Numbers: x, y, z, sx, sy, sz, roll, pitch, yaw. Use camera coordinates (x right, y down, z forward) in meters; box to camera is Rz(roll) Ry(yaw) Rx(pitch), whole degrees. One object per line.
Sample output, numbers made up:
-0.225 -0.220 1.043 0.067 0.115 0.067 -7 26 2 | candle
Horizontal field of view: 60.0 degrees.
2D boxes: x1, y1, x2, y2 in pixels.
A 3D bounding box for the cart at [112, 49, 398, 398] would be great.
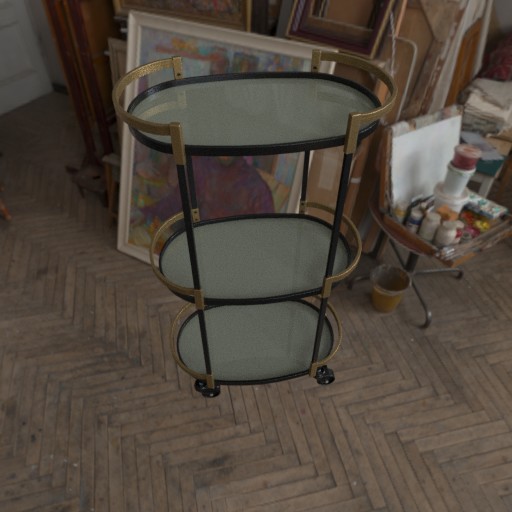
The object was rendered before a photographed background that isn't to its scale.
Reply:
0.000 0.000 1.118 0.515 0.885 0.311 -5 44 -5 | cart
